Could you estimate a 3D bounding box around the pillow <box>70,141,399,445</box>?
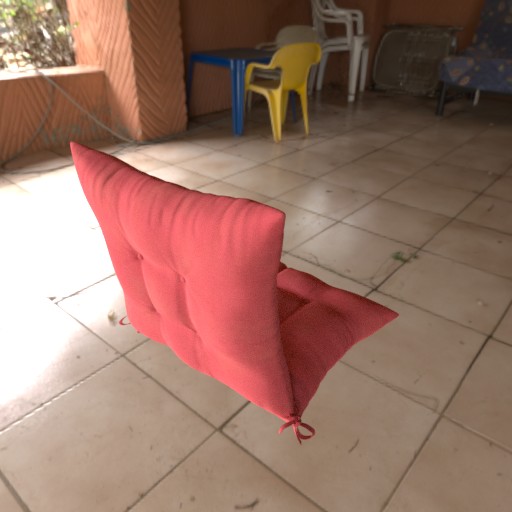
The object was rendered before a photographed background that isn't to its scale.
[{"bbox_3d":[0.000,0.000,0.999,0.541,0.536,0.585,23,37,34],"label":"pillow"}]
